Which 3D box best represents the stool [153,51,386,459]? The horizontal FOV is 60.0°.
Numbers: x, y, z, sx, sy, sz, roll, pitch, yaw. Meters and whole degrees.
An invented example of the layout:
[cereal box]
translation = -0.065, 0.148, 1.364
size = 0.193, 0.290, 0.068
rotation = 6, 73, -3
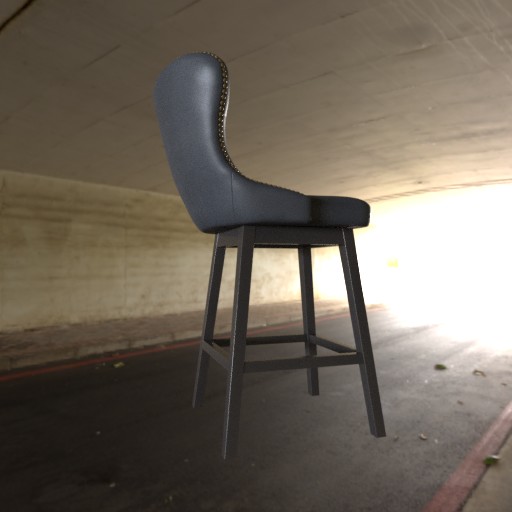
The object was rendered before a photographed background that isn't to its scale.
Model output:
[stool]
translation = 0.000, 0.000, 1.304
size = 0.593, 0.971, 0.528
rotation = 0, -1, -18
